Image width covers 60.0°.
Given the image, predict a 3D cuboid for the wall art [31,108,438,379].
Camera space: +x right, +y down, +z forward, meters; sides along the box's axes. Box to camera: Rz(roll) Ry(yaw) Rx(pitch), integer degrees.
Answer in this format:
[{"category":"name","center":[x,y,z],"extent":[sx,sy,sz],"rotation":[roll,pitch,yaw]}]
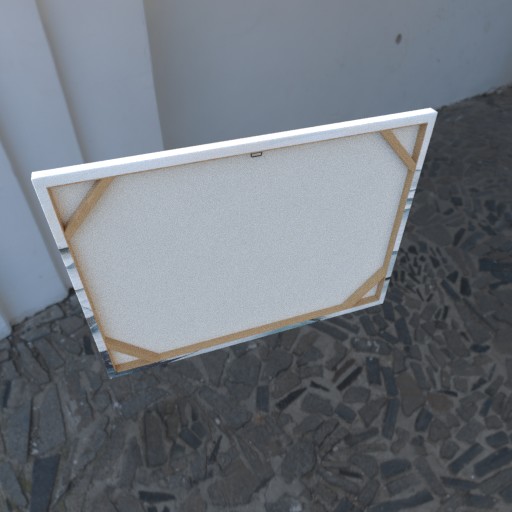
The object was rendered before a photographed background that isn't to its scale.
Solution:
[{"category":"wall art","center":[0.000,0.000,1.590],"extent":[1.219,0.915,0.039],"rotation":[-13,44,-14]}]
